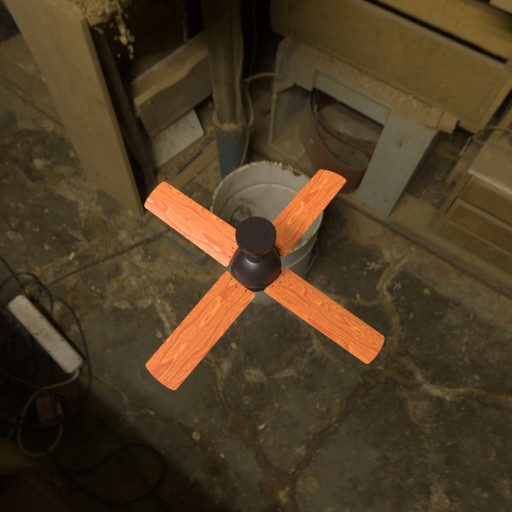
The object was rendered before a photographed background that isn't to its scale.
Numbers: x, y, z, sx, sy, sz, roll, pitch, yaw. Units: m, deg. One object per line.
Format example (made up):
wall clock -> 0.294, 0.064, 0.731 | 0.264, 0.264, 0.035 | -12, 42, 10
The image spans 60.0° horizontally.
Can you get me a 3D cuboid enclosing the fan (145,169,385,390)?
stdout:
fan -> 0.000, 0.000, 1.985 | 1.332, 0.403, 1.332 | 35, 69, 16
